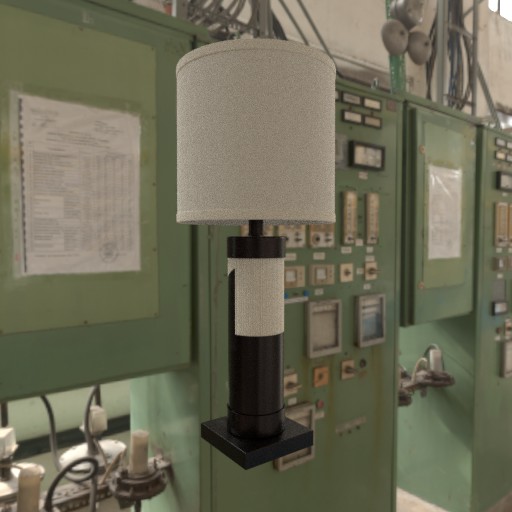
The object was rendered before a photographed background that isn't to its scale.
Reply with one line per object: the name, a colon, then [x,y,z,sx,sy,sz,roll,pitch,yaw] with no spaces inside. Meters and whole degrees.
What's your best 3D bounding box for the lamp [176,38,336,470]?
lamp: [0.000,0.000,0.599,0.211,0.509,0.211,-1,3,-36]
